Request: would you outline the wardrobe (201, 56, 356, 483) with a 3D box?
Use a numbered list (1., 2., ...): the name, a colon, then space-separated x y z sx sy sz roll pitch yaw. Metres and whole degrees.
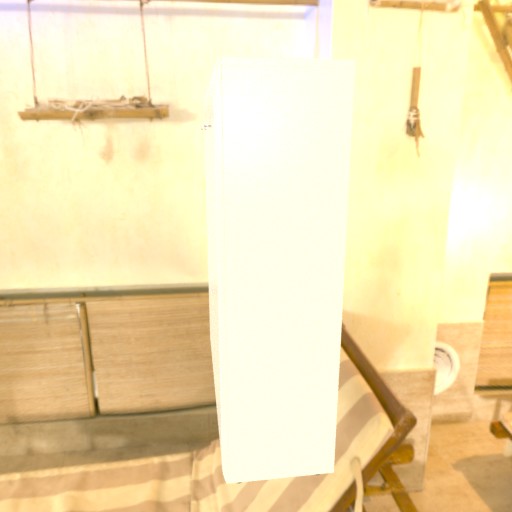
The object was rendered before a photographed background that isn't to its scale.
1. wardrobe: 0.000 0.000 1.624 0.360 1.200 0.900 -2 15 -8
